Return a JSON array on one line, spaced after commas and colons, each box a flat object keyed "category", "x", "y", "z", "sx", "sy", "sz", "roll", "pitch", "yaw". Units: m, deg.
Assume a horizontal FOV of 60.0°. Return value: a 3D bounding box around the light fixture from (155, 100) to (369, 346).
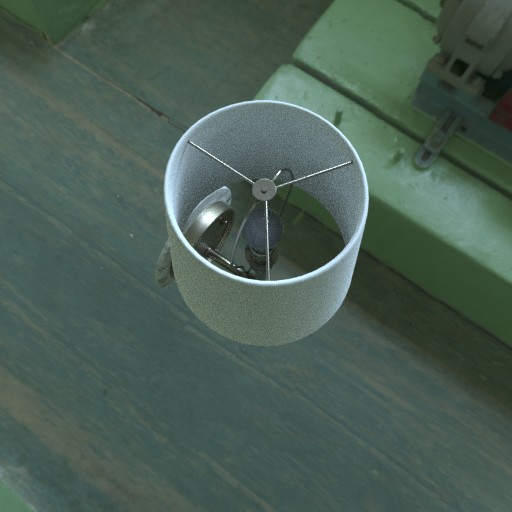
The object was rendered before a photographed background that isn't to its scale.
[{"category": "light fixture", "x": 0.000, "y": 0.000, "z": 0.439, "sx": 0.188, "sy": 0.337, "sz": 0.168, "roll": 34, "pitch": 77, "yaw": 9}]
